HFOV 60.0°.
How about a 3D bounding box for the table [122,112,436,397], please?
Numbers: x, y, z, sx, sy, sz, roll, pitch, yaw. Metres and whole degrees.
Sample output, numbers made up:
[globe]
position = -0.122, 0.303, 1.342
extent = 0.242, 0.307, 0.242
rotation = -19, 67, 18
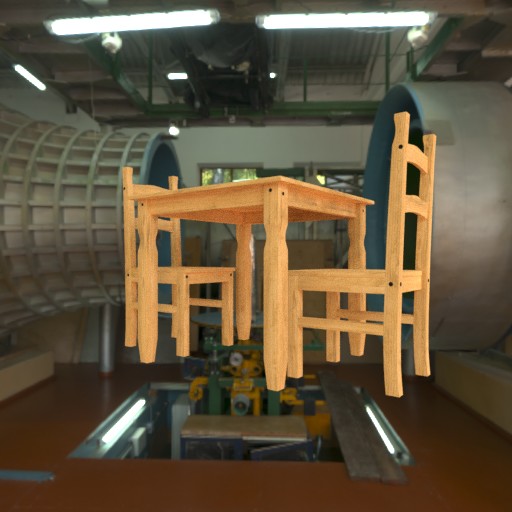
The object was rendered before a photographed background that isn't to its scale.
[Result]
[table]
position = 0.000, 0.000, 2.046
extent = 1.501, 0.942, 0.813
rotation = 0, 0, 37
